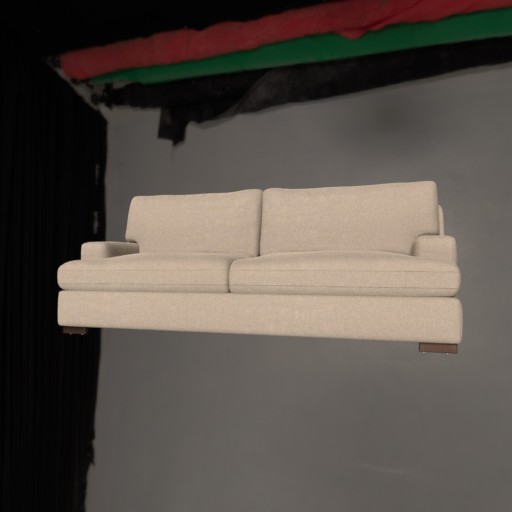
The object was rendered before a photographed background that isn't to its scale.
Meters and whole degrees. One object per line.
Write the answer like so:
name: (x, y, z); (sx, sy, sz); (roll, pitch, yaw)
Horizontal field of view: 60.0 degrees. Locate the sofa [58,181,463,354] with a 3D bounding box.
sofa: (0.000, 0.000, 2.867); (2.354, 0.980, 0.962); (0, -1, 17)
